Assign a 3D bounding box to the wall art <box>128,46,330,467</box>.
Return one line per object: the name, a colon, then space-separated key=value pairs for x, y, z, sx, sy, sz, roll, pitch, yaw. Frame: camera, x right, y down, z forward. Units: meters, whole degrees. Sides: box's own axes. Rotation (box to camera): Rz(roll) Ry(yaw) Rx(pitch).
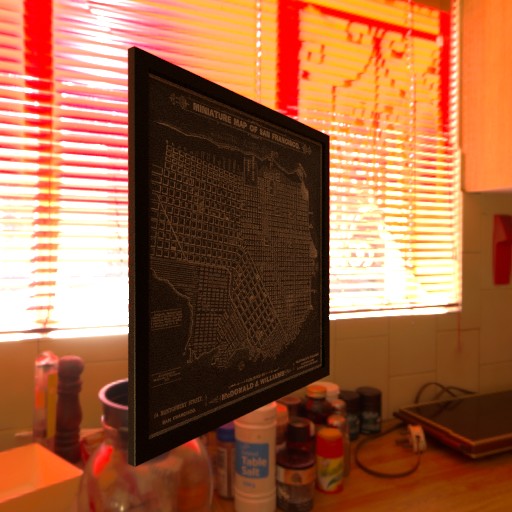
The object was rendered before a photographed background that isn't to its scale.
wall art: x=0.000 y=0.000 z=0.668 sx=0.012 sy=0.458 sz=0.457 roll=0 pitch=0 yaw=37
